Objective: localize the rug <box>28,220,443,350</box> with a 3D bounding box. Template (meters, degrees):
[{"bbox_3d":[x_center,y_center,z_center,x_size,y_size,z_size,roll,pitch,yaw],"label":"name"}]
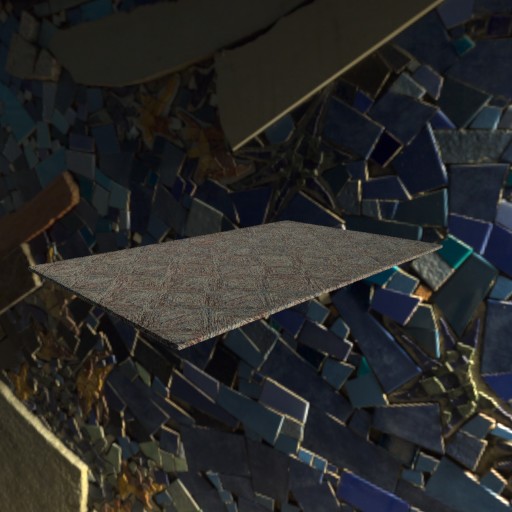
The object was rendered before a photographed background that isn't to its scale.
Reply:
[{"bbox_3d":[0.000,0.000,2.191,1.143,0.014,1.761,14,20,43],"label":"rug"}]
